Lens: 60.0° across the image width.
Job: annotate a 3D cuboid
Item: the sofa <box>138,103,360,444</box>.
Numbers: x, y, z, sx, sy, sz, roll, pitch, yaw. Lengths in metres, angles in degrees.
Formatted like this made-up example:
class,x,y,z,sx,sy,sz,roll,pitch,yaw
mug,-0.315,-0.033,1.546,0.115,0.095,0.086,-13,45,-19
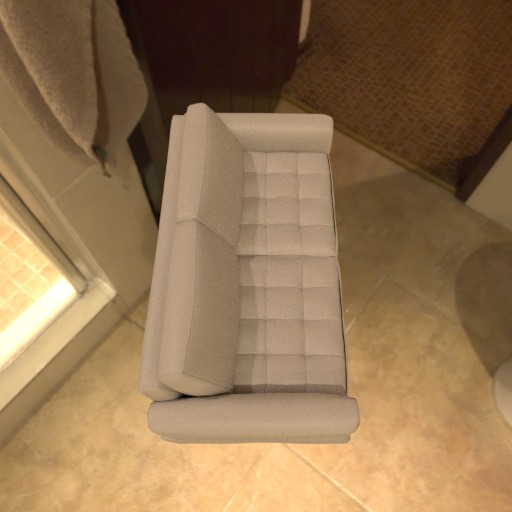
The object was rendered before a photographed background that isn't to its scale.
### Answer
class,x,y,z,sx,sy,sz,roll,pitch,yaw
sofa,0.000,0.000,2.811,1.121,0.930,2.177,1,63,0
